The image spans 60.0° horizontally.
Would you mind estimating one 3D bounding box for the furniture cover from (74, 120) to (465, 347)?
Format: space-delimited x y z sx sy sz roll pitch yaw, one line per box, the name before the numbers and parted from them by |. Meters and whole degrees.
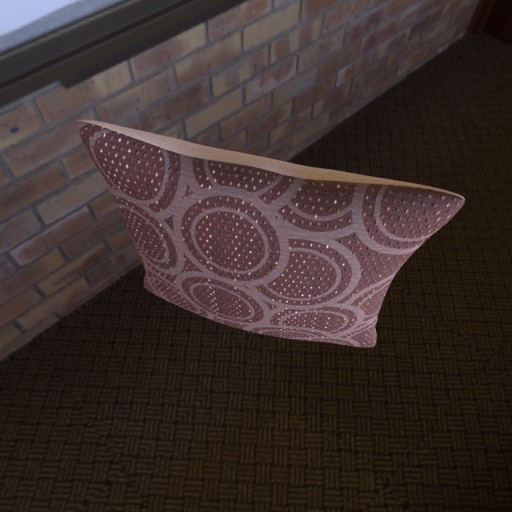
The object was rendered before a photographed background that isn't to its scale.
furniture cover | 0.000 0.000 0.813 0.552 0.509 0.193 13 59 8
